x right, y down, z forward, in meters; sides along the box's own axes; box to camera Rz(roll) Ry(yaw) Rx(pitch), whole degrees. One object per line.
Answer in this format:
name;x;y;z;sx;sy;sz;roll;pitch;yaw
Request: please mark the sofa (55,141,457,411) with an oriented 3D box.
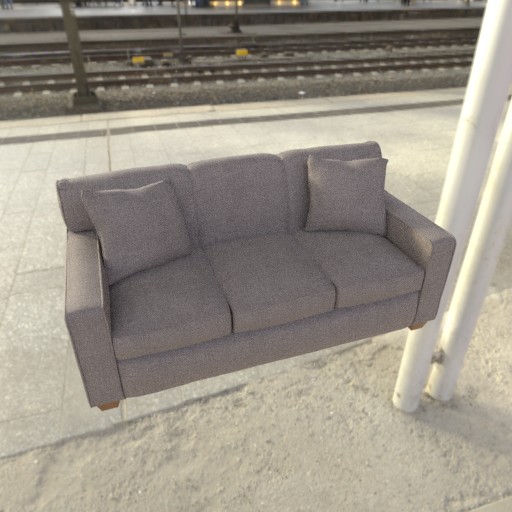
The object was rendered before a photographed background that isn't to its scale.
sofa;0.000;0.000;2.566;2.024;0.958;0.997;-10;33;-16
